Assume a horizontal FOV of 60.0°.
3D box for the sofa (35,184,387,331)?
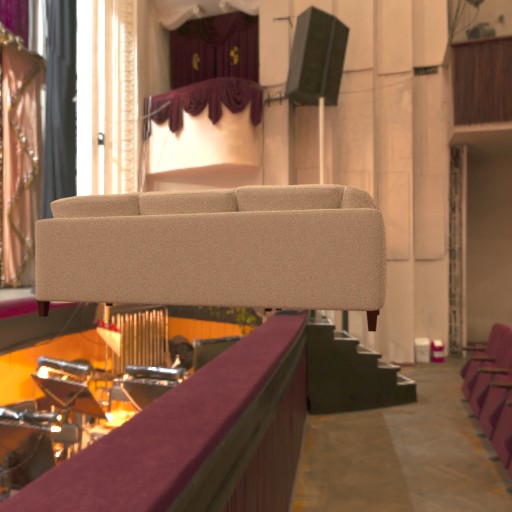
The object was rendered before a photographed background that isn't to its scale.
[{"bbox_3d":[0.000,0.000,4.559,2.593,0.947,3.302,0,-1,17],"label":"sofa"}]
